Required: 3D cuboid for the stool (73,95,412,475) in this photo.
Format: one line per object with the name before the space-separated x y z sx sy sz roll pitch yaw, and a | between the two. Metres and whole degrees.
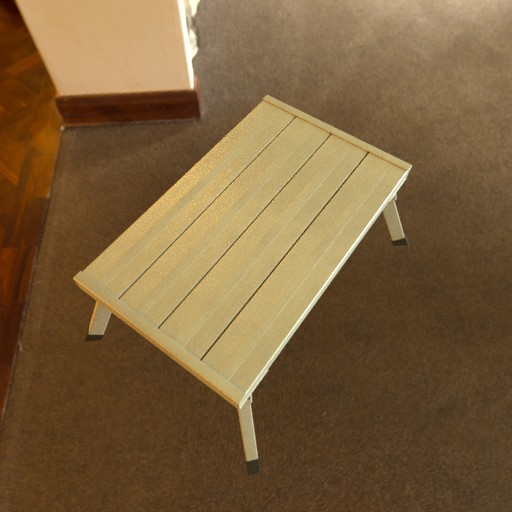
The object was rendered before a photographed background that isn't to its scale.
stool | 0.000 0.000 0.745 0.385 0.225 0.535 32 64 17
